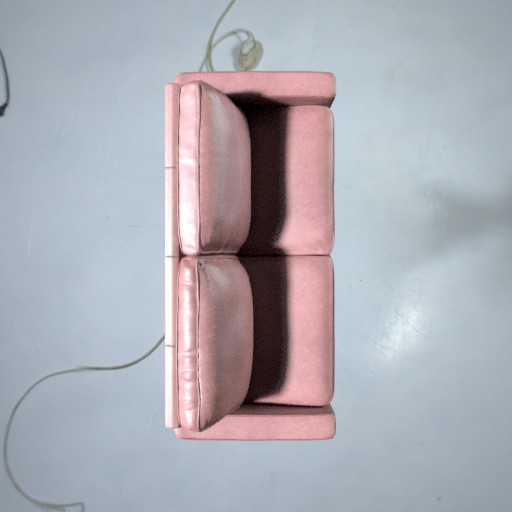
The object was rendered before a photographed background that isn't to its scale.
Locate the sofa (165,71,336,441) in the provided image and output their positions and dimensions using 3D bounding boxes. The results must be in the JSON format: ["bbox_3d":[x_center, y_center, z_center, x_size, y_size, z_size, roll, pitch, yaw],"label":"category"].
[{"bbox_3d":[0.000,0.000,2.610,0.940,0.919,2.080,0,90,0],"label":"sofa"}]
